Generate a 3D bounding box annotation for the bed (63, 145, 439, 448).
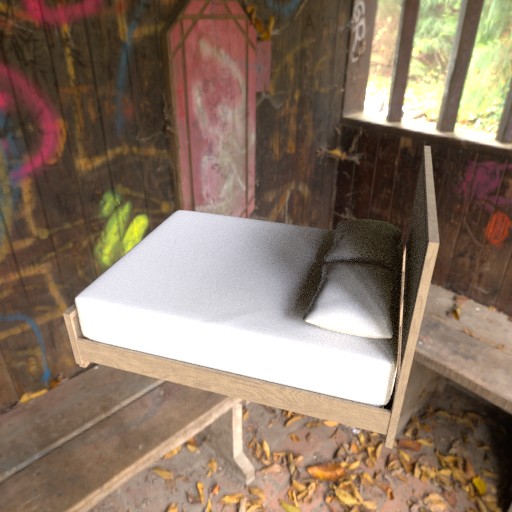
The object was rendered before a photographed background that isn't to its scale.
[{"bbox_3d":[0.000,0.000,3.227,2.189,1.369,1.606,9,31,15],"label":"bed"}]
